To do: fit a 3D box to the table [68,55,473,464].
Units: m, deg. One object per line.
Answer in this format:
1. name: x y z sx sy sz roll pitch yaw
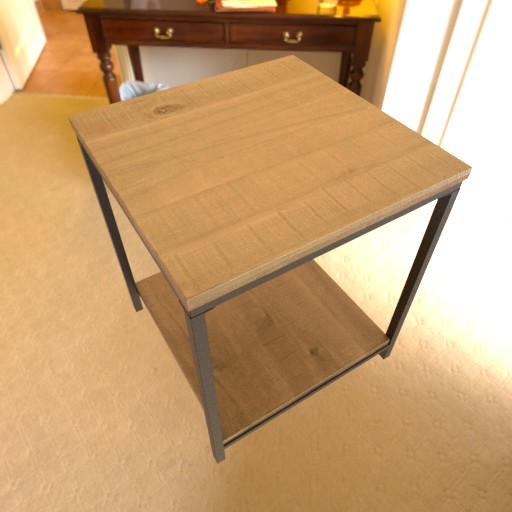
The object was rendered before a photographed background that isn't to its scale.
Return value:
1. table: 0.000 0.000 0.980 0.507 0.589 0.503 -24 52 -21
